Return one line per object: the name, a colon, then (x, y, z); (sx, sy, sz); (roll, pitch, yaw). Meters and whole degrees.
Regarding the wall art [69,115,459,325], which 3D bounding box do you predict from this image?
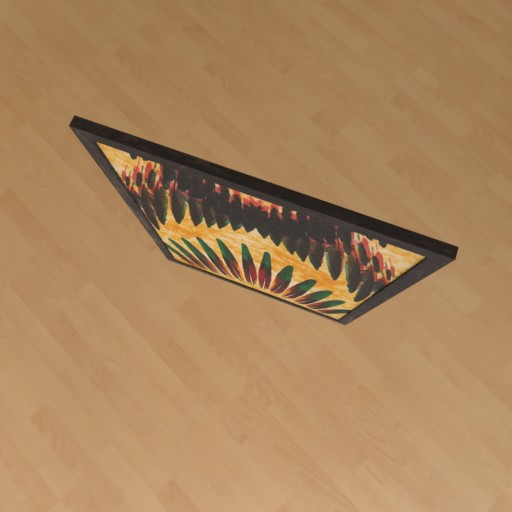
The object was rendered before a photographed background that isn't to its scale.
wall art: (0.000, 0.000, 1.390); (0.812, 1.066, 0.029); (20, 75, 5)
